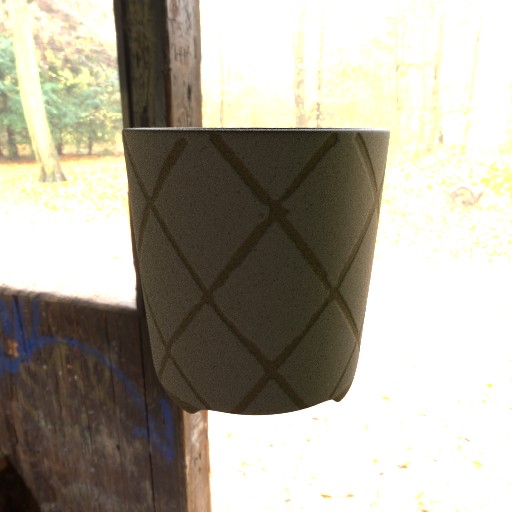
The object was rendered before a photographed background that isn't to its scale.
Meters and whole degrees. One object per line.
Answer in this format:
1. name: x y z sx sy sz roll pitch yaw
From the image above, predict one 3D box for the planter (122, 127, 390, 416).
1. planter: 0.000 0.000 0.424 0.228 0.235 0.228 0 17 0
